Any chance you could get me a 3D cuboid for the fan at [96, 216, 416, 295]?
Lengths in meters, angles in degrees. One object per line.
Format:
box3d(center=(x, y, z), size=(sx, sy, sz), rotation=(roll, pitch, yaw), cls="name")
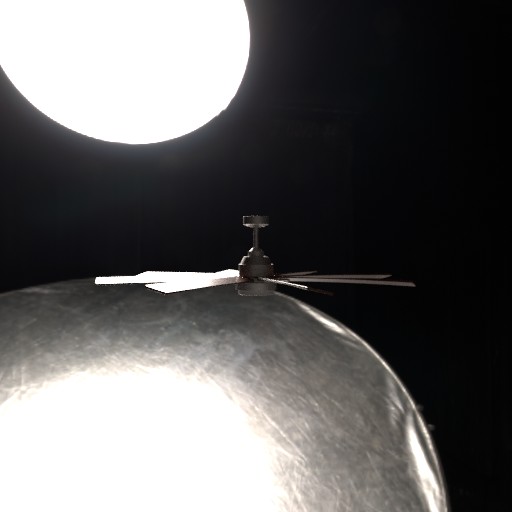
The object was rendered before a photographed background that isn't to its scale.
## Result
box3d(center=(0.000, 0.000, 2.689), size=(1.830, 0.472, 1.830), rotation=(0, 1, -17), cls="fan")
